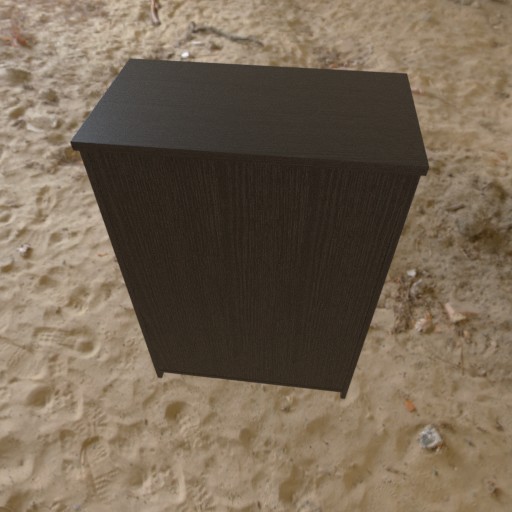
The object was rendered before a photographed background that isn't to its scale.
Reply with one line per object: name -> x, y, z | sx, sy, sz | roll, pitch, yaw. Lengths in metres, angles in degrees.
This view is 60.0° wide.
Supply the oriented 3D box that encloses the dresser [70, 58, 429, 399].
dresser -> 0.000, 0.000, 1.370 | 0.704, 1.020, 0.399 | 5, 48, 5
